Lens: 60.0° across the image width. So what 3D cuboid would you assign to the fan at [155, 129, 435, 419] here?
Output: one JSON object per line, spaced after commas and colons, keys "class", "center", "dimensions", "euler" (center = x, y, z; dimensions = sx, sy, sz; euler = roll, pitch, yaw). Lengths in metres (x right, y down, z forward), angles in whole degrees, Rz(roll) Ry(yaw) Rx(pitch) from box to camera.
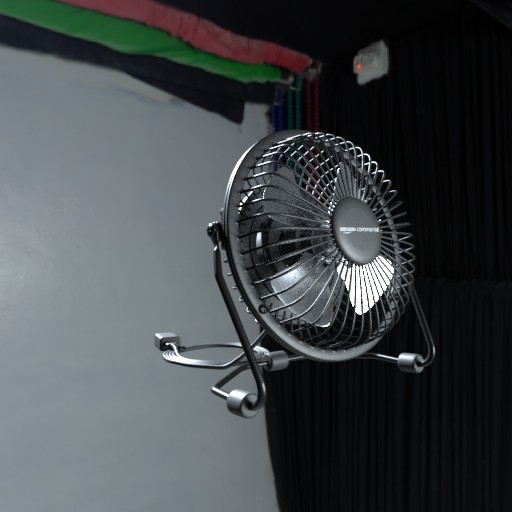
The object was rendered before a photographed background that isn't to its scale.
{"class": "fan", "center": [0.000, 0.000, 0.313], "dimensions": [0.153, 0.152, 0.202], "euler": [0, 0, -37]}
